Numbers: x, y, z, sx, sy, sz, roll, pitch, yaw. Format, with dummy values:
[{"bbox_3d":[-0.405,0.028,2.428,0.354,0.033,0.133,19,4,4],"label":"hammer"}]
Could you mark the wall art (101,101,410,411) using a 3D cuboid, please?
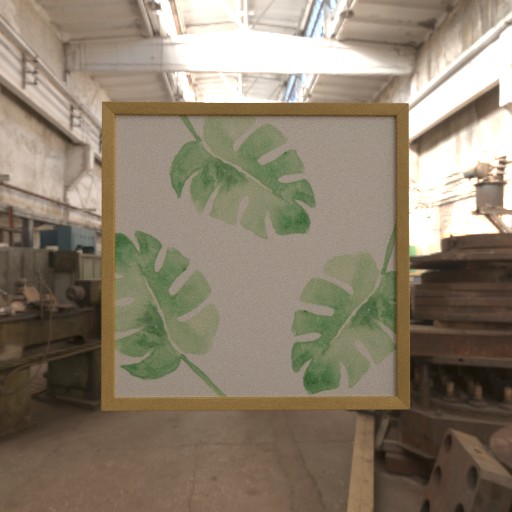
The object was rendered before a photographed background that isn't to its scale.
[{"bbox_3d":[0.000,0.000,0.457,0.305,0.305,0.038,0,0,-1],"label":"wall art"}]
